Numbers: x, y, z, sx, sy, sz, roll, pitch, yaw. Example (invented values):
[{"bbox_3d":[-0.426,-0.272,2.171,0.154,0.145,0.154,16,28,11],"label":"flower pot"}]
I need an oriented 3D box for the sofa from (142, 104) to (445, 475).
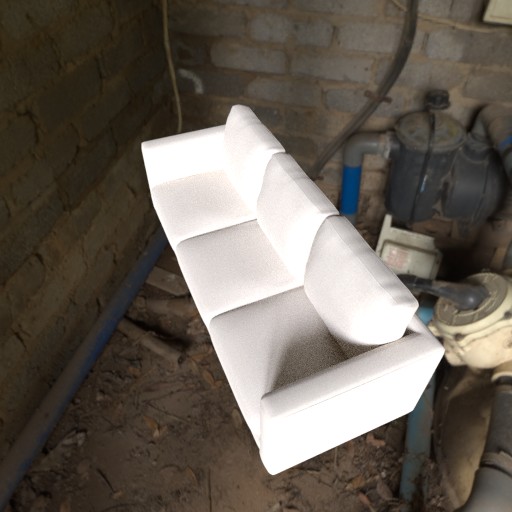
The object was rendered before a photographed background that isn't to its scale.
[{"bbox_3d":[0.000,0.000,2.478,0.802,0.912,2.029,-17,48,-16],"label":"sofa"}]
